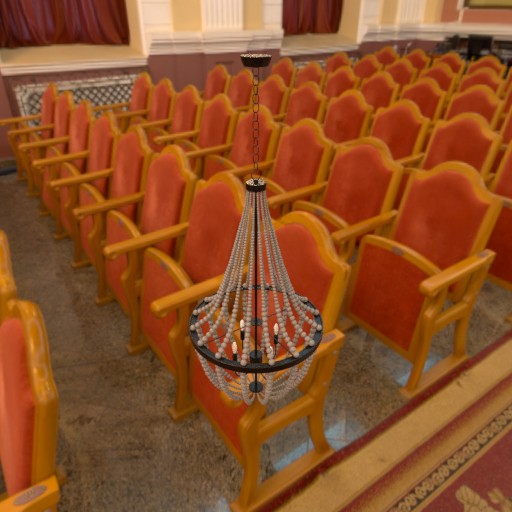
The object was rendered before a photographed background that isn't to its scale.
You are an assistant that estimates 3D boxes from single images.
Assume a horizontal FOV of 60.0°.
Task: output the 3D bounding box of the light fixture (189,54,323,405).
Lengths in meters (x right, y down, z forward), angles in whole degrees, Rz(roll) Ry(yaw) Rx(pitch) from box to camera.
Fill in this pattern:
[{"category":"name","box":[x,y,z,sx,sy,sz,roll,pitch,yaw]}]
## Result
[{"category":"light fixture","box":[0.000,0.000,1.370,0.450,1.133,0.450,0,29,0]}]
